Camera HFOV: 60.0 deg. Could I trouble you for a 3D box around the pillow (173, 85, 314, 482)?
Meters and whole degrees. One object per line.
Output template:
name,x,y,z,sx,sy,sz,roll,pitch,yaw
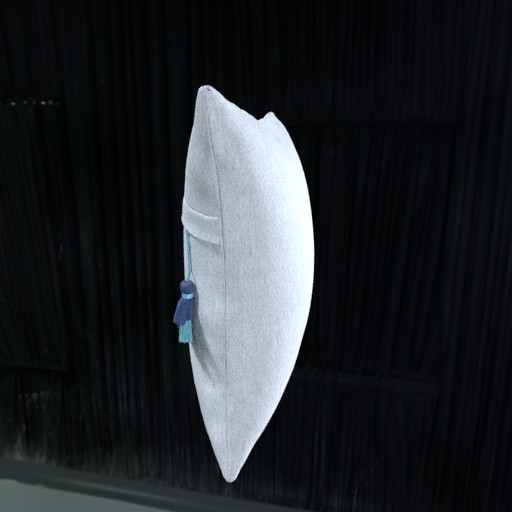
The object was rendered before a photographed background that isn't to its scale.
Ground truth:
pillow,0.000,0.000,0.667,0.173,0.436,0.433,3,15,10
